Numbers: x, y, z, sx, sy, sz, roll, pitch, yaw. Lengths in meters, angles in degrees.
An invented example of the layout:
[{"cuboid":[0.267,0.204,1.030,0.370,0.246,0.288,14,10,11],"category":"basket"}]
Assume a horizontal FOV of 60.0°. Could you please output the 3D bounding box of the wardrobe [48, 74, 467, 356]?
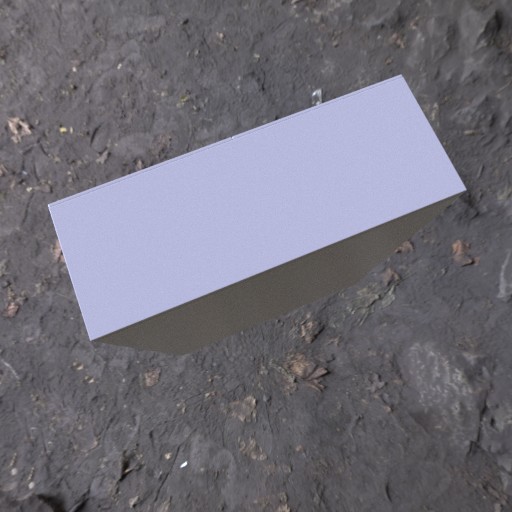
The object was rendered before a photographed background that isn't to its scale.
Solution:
[{"cuboid":[0.000,0.000,1.598,0.900,1.200,0.360,-22,77,-5],"category":"wardrobe"}]
